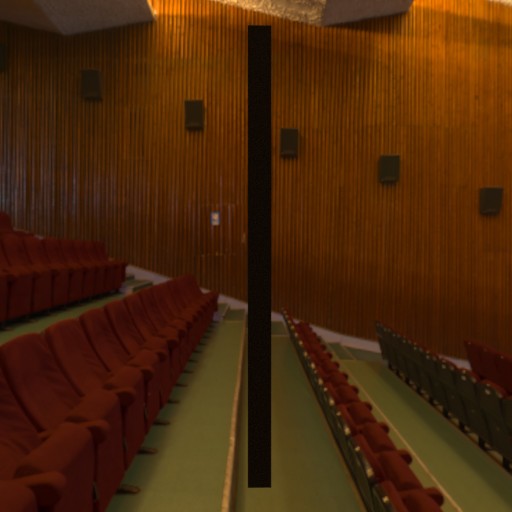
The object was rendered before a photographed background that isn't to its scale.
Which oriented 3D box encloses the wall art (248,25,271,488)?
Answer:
[{"bbox_3d":[0.000,0.000,0.764,0.029,0.559,0.457,0,0,-1],"label":"wall art"}]
